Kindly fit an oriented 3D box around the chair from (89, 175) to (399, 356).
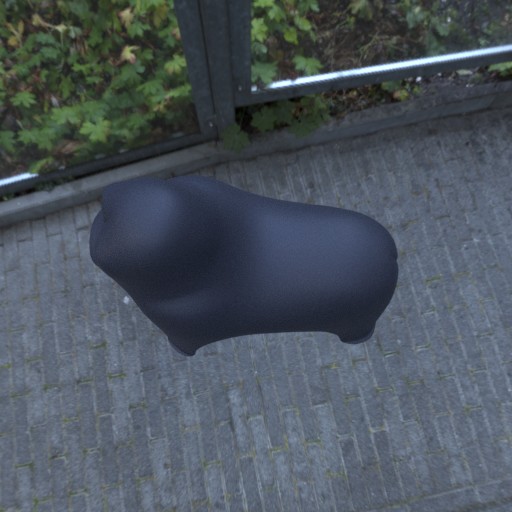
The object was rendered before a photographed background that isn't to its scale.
[{"bbox_3d":[0.000,0.000,1.123,0.758,0.600,0.490,2,75,0],"label":"chair"}]
